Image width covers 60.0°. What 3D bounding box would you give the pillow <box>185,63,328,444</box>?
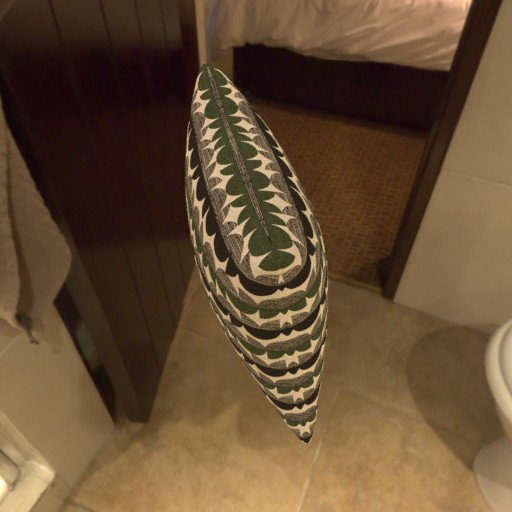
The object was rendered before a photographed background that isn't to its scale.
[{"bbox_3d":[0.000,0.000,0.651,0.180,0.404,0.419,-9,47,-9],"label":"pillow"}]
